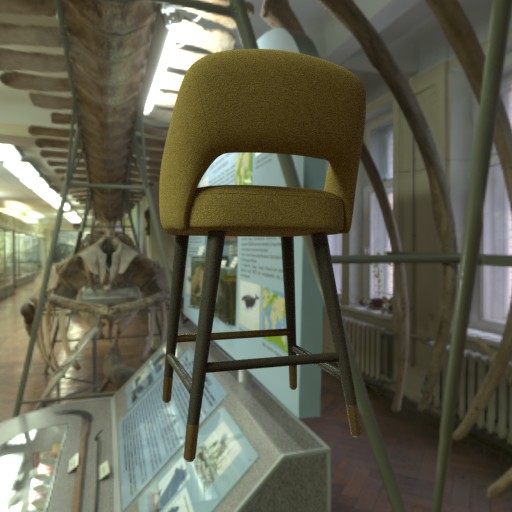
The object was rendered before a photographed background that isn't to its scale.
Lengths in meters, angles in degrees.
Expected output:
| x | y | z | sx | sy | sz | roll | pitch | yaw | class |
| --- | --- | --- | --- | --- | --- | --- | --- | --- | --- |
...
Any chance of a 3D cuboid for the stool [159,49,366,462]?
| x | y | z | sx | sy | sz | roll | pitch | yaw | class |
| --- | --- | --- | --- | --- | --- | --- | --- | --- | --- |
| 0.000 | 0.000 | 1.246 | 0.536 | 0.939 | 0.522 | 0 | 0 | -18 | stool |
